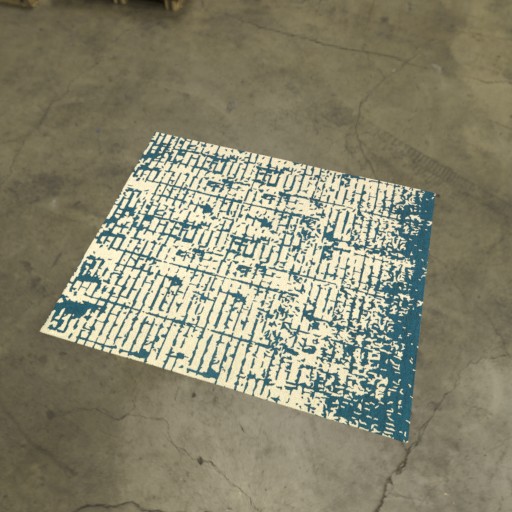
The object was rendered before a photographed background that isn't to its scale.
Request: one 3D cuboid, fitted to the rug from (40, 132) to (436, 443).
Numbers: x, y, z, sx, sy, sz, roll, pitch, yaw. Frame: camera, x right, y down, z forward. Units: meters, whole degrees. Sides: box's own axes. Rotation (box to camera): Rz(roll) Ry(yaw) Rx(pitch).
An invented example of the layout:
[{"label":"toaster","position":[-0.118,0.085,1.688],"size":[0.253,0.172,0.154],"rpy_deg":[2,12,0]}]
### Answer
[{"label":"rug","position":[0.000,0.000,4.039],"size":[3.017,0.014,2.416],"rpy_deg":[14,60,8]}]
